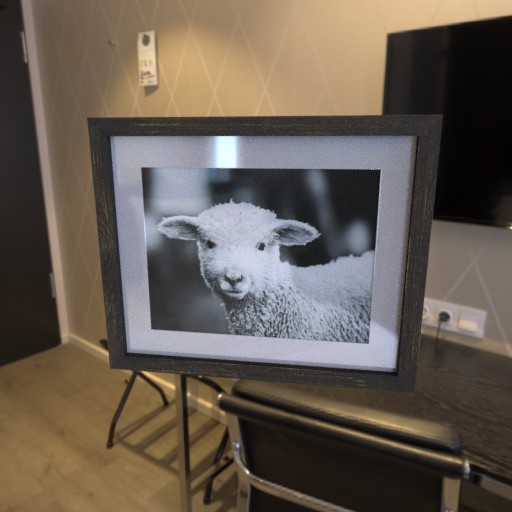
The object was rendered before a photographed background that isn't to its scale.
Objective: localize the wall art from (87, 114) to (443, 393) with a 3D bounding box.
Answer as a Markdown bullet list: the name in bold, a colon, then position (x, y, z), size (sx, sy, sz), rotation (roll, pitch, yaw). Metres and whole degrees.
- **wall art**: position (0.000, 0.000, 0.762), size (0.558, 0.457, 0.032), rotation (2, 15, 8)
